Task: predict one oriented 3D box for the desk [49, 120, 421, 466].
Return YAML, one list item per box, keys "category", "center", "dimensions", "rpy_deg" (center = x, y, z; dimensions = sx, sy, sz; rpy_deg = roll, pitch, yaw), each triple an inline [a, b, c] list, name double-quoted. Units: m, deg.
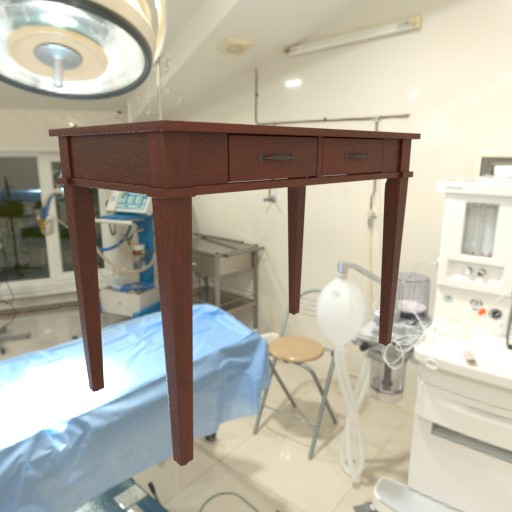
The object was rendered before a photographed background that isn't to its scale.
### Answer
- category: "desk"
  center: [0.000, 0.000, 1.411]
  dimensions: [1.001, 0.762, 0.549]
  rpy_deg: [-13, 19, -43]
